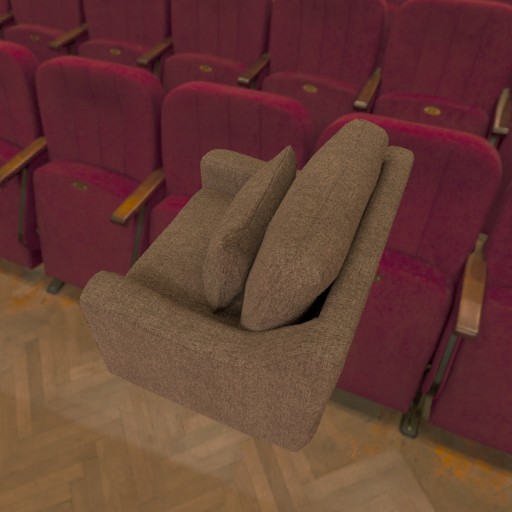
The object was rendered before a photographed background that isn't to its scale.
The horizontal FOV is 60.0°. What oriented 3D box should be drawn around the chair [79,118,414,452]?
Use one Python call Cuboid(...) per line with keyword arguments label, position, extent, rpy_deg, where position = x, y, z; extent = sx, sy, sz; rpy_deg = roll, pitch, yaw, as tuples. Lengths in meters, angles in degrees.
Cuboid(label="chair", position=(0.000, 0.000, 1.914), extent=(1.009, 1.037, 1.138), rpy_deg=(18, 49, 16))
